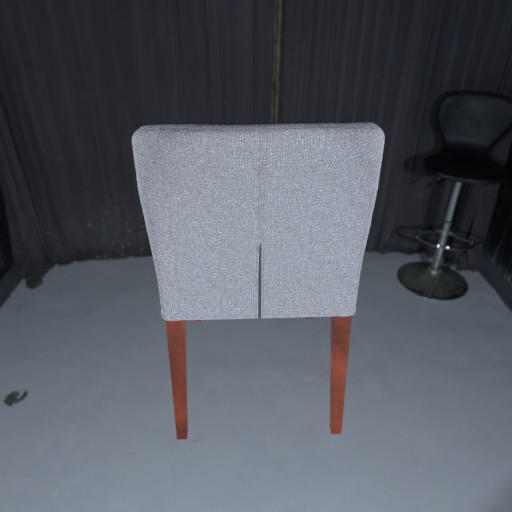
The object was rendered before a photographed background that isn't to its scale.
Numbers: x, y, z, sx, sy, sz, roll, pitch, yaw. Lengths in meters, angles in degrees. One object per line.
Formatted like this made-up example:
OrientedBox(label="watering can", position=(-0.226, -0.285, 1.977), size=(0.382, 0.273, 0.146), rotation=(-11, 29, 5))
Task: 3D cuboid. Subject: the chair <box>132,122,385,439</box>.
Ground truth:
OrientedBox(label="chair", position=(0.000, 0.000, 1.180), size=(0.491, 0.839, 0.589), rotation=(-1, 31, -2))
